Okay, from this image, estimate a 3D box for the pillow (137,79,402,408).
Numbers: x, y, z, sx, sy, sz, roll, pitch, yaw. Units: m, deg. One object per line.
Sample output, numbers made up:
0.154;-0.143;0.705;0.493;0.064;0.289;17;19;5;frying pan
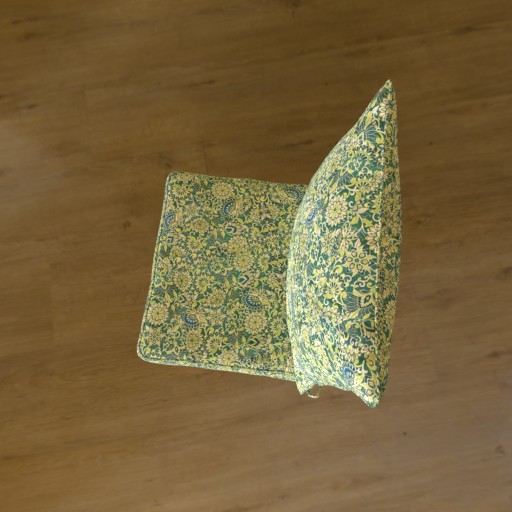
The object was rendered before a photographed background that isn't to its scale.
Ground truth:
0.000;0.000;1.326;0.740;0.722;0.798;6;76;2;pillow
